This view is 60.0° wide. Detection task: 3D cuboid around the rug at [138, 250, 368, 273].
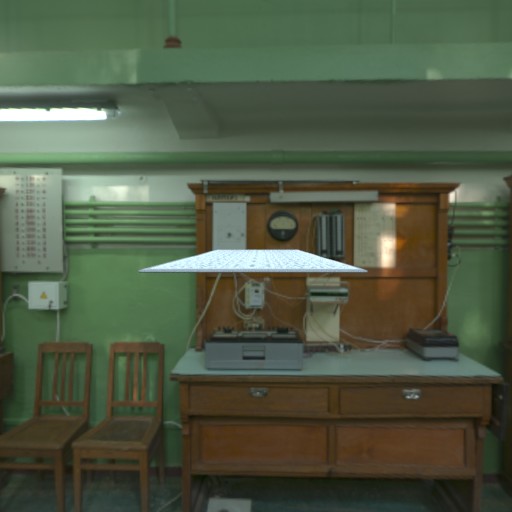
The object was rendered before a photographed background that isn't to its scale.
[{"bbox_3d":[0.000,0.000,2.369,0.662,0.011,2.196,0,2,1],"label":"rug"}]
